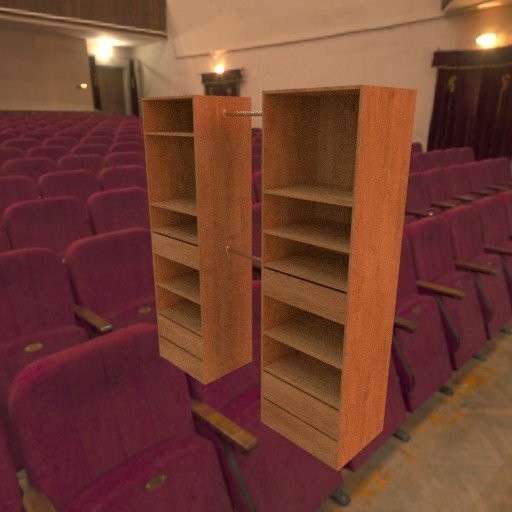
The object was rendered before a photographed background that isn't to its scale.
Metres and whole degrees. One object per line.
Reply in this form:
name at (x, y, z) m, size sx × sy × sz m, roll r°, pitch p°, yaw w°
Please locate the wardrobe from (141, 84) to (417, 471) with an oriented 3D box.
wardrobe at (0.000, 0.000, 2.918) m, size 0.480 × 2.000 × 1.770 m, roll -16°, pitch 24°, yaw -42°
